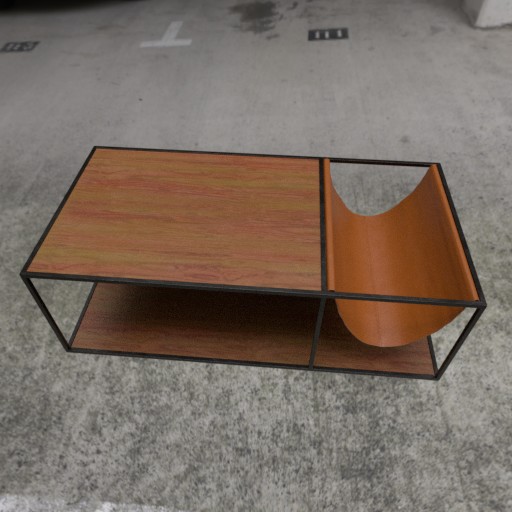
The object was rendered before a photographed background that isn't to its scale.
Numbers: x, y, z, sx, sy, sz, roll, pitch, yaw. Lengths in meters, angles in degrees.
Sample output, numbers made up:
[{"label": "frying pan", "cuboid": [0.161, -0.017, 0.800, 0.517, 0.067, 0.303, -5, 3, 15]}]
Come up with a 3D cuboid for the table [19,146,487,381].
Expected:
[{"label": "table", "cuboid": [0.000, 0.000, 1.476, 1.199, 0.403, 0.597, 4, 48, 3]}]
